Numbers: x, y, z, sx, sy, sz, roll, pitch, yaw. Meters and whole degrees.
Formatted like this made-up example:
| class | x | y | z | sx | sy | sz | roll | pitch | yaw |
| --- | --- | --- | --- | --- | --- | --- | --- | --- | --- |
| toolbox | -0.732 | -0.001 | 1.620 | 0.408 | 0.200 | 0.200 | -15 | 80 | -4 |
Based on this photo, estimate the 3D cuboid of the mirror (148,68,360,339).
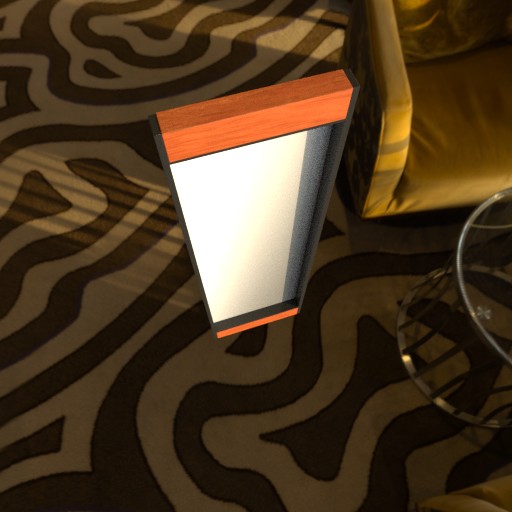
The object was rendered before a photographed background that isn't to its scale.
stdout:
| class | x | y | z | sx | sy | sz | roll | pitch | yaw |
| --- | --- | --- | --- | --- | --- | --- | --- | --- | --- |
| mirror | 0.000 | 0.000 | 1.211 | 0.343 | 1.123 | 0.047 | -16 | 65 | -8 |
